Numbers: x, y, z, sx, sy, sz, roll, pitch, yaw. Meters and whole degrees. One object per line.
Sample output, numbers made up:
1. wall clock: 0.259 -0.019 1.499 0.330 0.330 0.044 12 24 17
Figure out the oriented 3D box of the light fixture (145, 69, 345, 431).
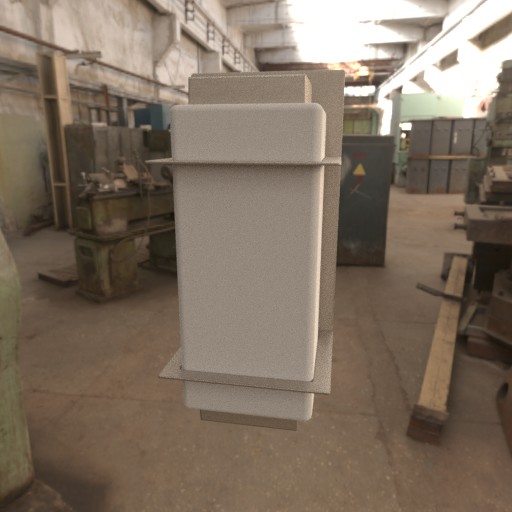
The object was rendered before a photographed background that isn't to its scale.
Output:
1. light fixture: 0.000 0.000 0.470 0.168 0.380 0.160 3 15 10
